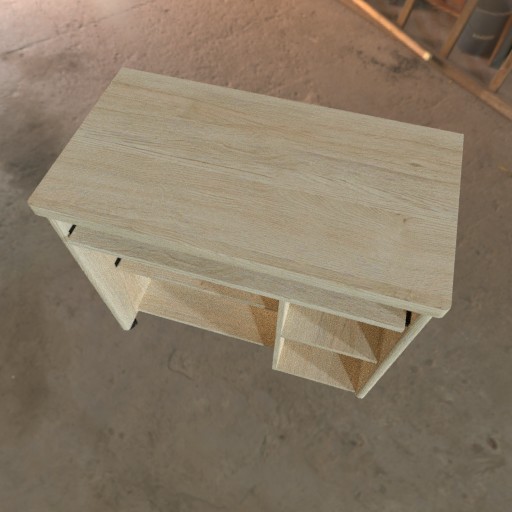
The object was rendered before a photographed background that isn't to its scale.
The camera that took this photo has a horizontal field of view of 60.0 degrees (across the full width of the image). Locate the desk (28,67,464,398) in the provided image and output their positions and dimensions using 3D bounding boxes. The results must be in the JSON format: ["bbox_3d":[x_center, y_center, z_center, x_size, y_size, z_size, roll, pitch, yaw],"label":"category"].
[{"bbox_3d":[0.000,0.000,1.325,0.885,0.770,0.480,14,60,8],"label":"desk"}]
